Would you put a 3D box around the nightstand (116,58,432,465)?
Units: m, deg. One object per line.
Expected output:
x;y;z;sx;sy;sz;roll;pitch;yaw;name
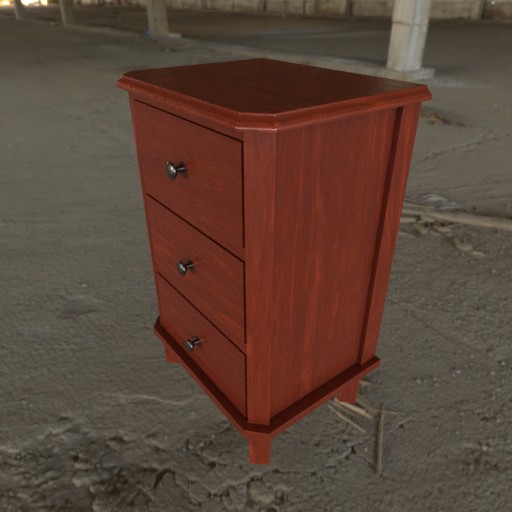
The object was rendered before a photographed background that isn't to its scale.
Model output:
0.000;0.000;0.906;0.351;0.681;0.435;-21;37;-31;nightstand
